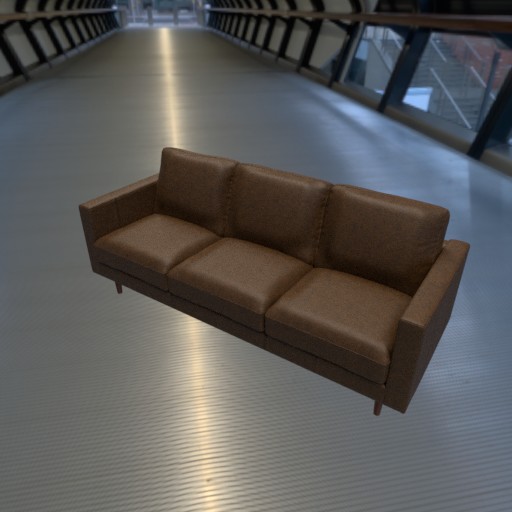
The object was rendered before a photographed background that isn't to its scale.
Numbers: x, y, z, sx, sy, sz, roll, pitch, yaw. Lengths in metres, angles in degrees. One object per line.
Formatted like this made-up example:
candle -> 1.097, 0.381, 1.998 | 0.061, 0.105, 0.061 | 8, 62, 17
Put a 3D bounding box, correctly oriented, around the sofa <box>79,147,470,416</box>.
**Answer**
sofa -> 0.000, 0.000, 2.749 | 2.231, 0.930, 0.903 | 19, 35, 29
